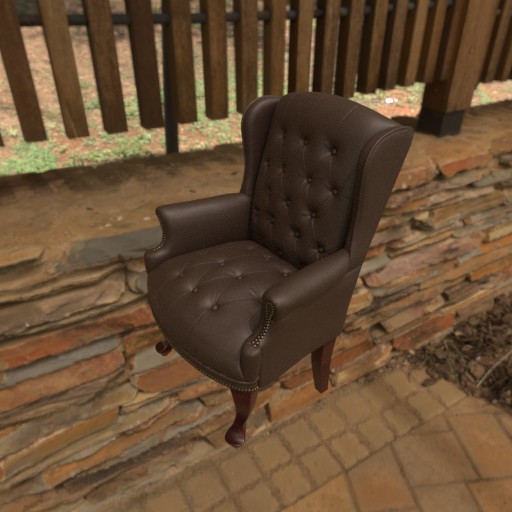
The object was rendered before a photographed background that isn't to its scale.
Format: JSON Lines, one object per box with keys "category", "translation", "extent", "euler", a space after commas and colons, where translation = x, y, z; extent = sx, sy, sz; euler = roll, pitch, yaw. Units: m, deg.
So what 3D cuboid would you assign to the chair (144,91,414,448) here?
{"category": "chair", "translation": [0.000, 0.000, 1.728], "extent": [0.819, 1.132, 0.829], "euler": [-20, 36, -30]}
